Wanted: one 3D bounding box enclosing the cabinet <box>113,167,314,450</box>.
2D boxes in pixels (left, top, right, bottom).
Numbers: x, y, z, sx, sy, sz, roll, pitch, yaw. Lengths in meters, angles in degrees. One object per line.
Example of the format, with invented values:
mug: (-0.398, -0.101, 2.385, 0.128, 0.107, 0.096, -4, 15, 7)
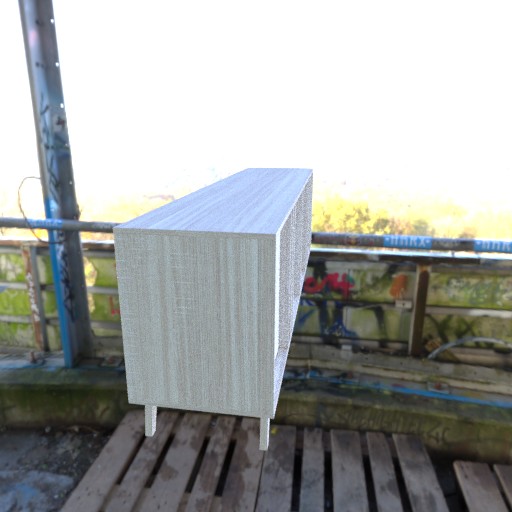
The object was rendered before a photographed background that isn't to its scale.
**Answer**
cabinet: (0.000, 0.000, 2.455, 0.500, 0.780, 2.200, 3, 16, 10)
